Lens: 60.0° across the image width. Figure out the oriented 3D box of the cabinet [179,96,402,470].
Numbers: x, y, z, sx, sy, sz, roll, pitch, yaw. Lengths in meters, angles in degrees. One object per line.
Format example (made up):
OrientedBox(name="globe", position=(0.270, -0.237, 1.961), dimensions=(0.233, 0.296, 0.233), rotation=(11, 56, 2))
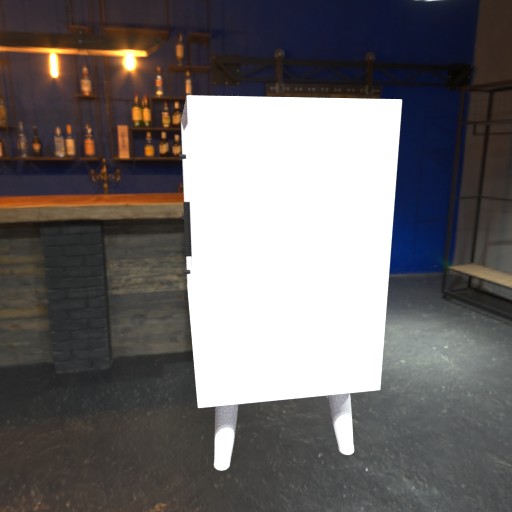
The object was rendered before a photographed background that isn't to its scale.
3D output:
OrientedBox(name="cabinet", position=(0.000, 0.000, 1.242), dimensions=(0.398, 0.761, 0.800), rotation=(-2, 14, -10))
